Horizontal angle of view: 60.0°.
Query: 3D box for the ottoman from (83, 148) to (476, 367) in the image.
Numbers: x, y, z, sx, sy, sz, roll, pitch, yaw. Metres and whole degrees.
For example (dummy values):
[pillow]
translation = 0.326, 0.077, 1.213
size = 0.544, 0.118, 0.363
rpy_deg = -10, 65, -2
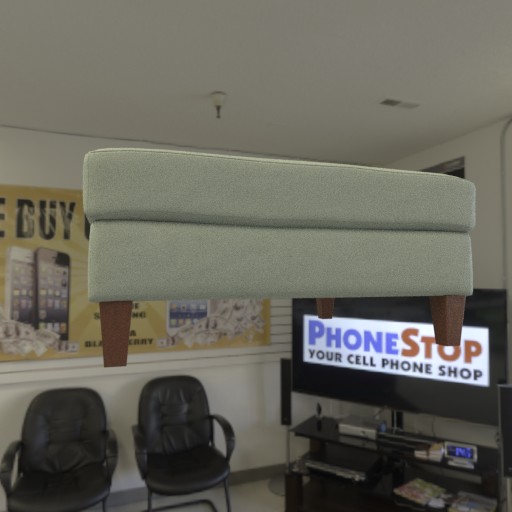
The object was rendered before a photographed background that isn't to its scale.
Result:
[ottoman]
translation = 0.000, 0.000, 1.410
size = 0.991, 0.494, 0.842
rpy_deg = 1, -2, -18
